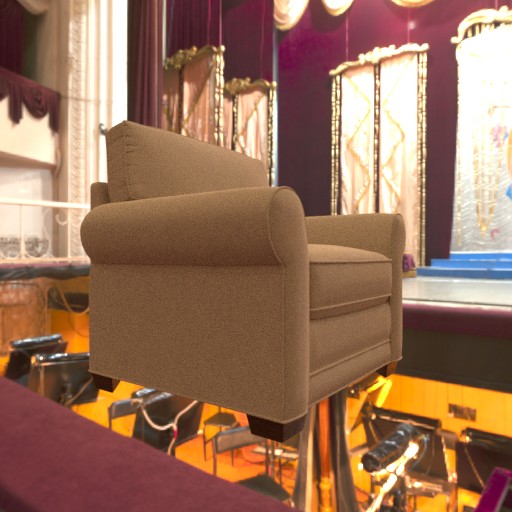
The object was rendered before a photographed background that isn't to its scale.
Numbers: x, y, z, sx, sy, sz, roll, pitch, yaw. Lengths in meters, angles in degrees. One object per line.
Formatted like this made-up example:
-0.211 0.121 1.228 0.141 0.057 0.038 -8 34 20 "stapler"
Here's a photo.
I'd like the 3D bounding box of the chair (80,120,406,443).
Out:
0.000 0.000 1.704 0.863 0.955 1.040 0 0 36 "chair"
